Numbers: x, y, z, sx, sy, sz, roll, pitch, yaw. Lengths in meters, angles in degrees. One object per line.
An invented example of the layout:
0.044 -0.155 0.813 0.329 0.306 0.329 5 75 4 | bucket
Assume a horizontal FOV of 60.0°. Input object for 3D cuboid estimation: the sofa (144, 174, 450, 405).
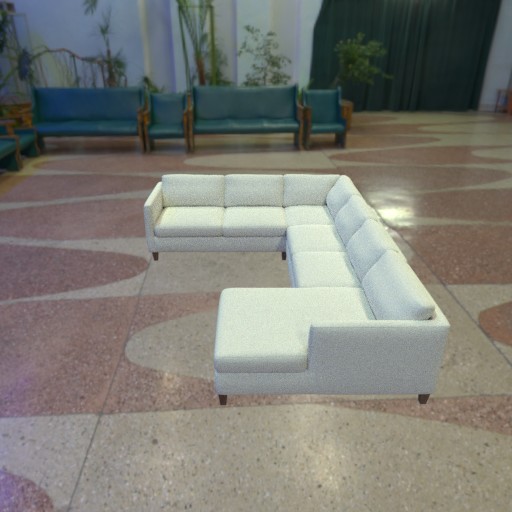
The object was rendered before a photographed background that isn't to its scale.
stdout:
0.000 0.000 4.408 2.551 0.853 3.238 0 26 0 | sofa
